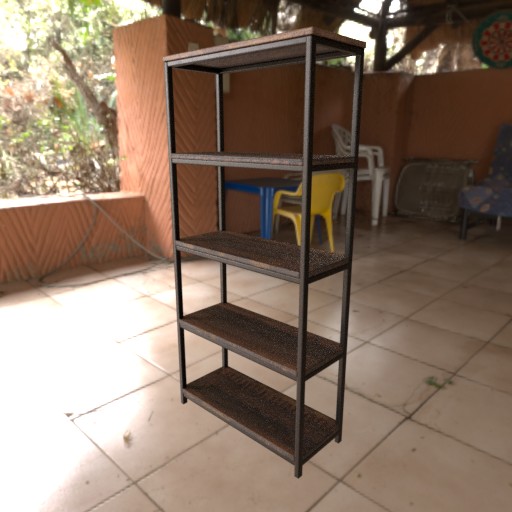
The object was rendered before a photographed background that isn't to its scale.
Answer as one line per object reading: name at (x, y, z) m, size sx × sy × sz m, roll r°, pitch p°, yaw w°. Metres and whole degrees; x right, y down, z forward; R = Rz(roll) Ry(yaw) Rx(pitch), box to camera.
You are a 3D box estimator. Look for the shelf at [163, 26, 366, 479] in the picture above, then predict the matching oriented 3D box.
shelf at (0.000, 0.000, 2.175) m, size 0.874 × 1.860 × 0.359 m, roll 14°, pitch 20°, yaw 41°
